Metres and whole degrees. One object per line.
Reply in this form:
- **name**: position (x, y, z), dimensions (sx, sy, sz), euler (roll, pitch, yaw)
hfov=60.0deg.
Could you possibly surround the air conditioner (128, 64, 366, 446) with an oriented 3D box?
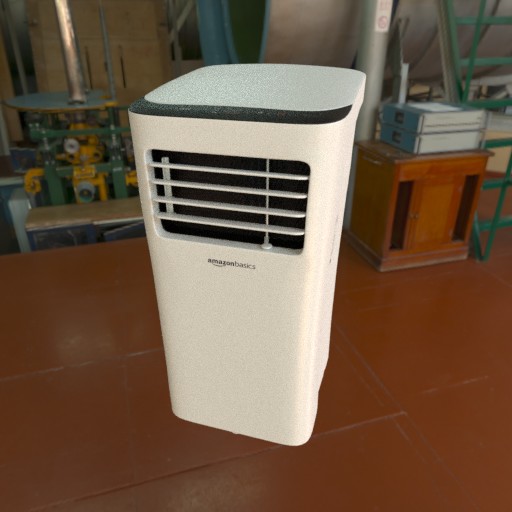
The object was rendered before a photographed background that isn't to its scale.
- **air conditioner**: position (0.000, 0.000, 0.927), dimensions (0.352, 0.716, 0.369), euler (8, 29, 15)
